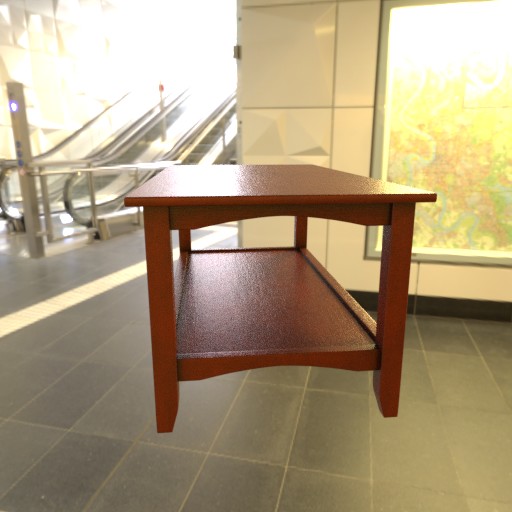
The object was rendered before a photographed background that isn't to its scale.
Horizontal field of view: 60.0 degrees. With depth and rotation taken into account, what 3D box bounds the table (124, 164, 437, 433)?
[{"bbox_3d":[0.000,0.000,1.252,0.533,0.456,0.943,-2,15,-6],"label":"table"}]
